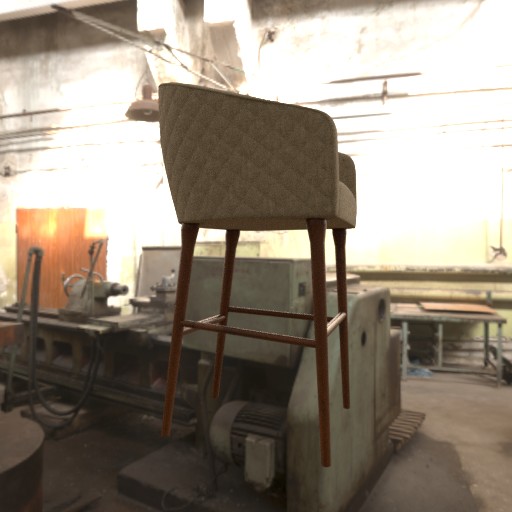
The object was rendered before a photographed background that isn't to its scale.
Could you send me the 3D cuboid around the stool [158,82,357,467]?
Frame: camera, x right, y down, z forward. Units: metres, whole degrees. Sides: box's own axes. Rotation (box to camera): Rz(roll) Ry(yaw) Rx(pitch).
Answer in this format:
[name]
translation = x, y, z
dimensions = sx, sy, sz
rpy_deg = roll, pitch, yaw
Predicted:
[stool]
translation = 0.000, 0.000, 1.437
dimensions = 0.607, 1.078, 0.559
rpy_deg = 0, 0, 18
